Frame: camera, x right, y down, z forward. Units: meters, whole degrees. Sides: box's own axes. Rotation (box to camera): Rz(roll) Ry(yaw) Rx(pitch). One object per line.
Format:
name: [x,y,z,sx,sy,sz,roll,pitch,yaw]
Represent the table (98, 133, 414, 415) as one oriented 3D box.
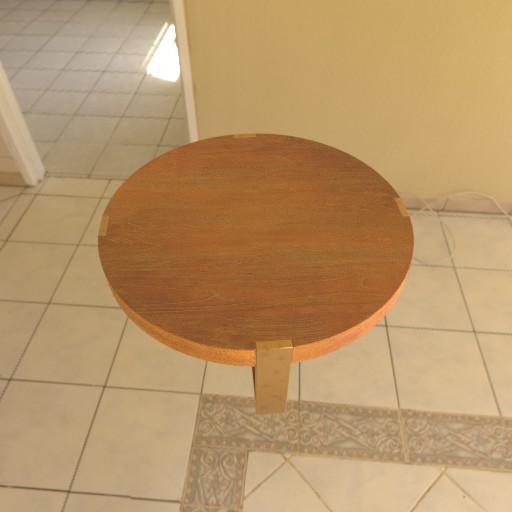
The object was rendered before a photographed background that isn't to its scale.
table: [0.000,0.000,1.745,1.100,0.420,1.100,0,47,0]
